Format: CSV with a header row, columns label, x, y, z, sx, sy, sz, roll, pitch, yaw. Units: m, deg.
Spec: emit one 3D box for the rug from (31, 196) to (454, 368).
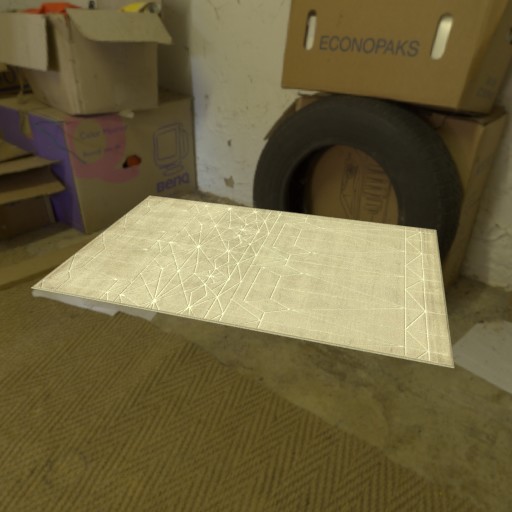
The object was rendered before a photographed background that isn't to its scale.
label,x,y,z,sx,sy,sz,roll,pitch,yaw
rug,0.000,0.000,3.065,2.438,0.012,1.524,8,31,14
